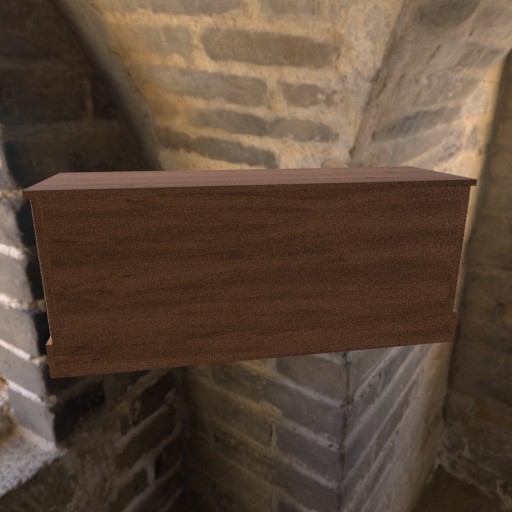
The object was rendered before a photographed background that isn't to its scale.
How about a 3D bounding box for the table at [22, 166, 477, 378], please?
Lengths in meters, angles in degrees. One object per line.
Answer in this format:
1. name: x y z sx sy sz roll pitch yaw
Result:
1. table: 0.000 0.000 1.416 1.200 0.510 0.400 -3 17 -10
